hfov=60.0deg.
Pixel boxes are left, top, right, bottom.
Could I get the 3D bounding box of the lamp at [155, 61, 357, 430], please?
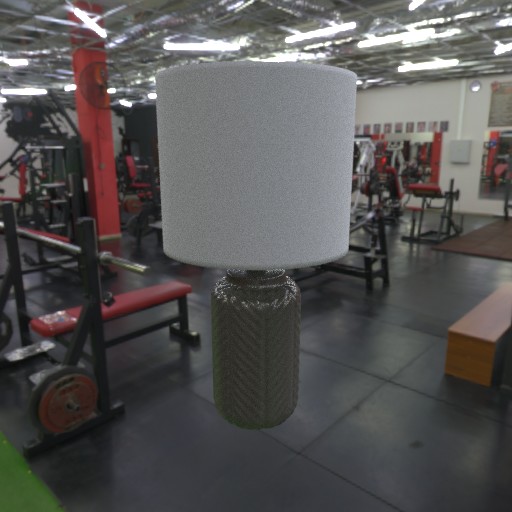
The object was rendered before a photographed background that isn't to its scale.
[{"bbox_3d":[0.000,0.000,0.500,0.203,0.389,0.203,-13,19,-43],"label":"lamp"}]
